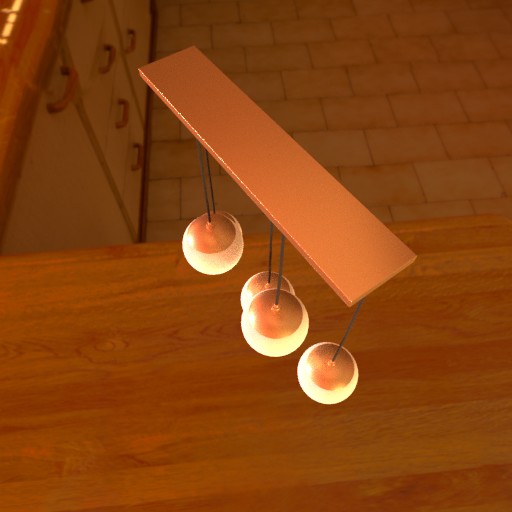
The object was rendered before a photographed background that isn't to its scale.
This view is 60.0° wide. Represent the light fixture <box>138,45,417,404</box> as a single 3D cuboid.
[{"bbox_3d":[0.000,0.000,1.297,0.299,0.869,0.863,-31,63,-18],"label":"light fixture"}]
